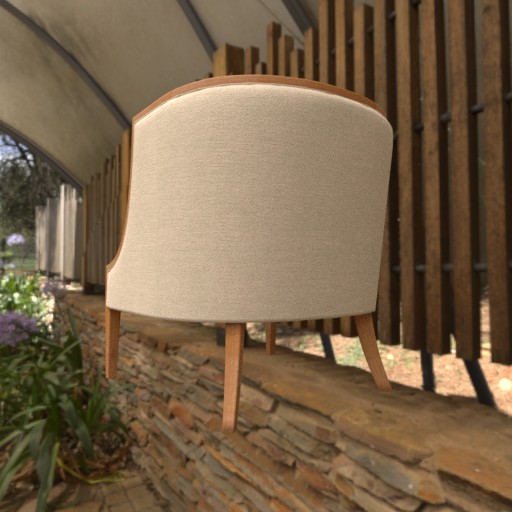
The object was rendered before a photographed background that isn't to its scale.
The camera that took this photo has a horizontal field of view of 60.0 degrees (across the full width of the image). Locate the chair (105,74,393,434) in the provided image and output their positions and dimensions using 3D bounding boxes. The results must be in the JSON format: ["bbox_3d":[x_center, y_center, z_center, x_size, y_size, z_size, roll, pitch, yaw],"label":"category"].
[{"bbox_3d":[0.000,0.000,1.341,0.711,0.775,0.757,1,-2,-36],"label":"chair"}]
